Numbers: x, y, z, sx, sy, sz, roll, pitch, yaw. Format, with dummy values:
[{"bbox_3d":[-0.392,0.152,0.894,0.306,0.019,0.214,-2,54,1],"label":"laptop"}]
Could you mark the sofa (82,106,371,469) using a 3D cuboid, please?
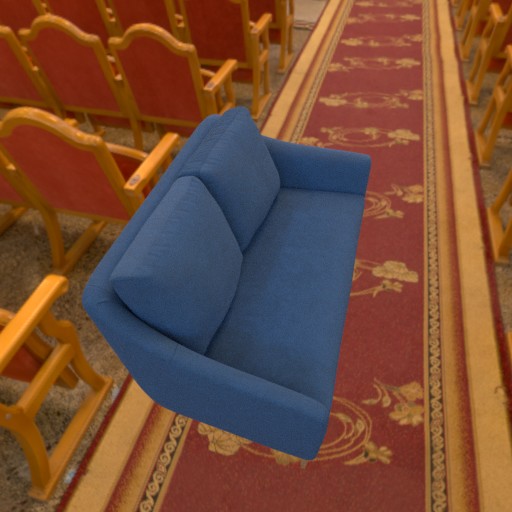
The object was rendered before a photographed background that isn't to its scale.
[{"bbox_3d":[0.000,0.000,2.178,0.960,0.902,1.619,11,47,11],"label":"sofa"}]
